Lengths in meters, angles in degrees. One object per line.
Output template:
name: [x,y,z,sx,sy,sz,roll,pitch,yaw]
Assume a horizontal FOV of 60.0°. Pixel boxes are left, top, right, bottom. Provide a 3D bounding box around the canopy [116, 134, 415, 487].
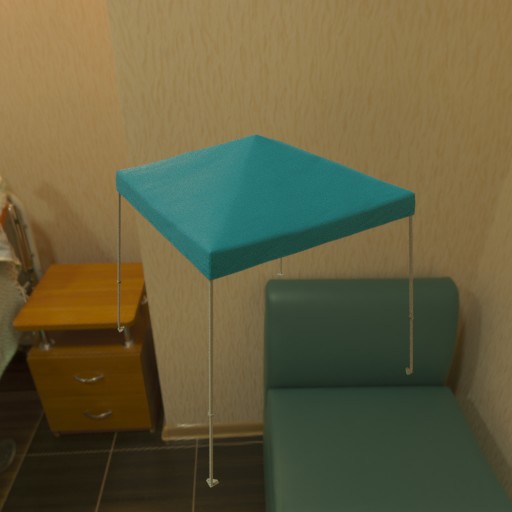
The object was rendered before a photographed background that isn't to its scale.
canopy: [0.000,0.000,6.618,3.600,3.600,3.599,-17,33,-28]
